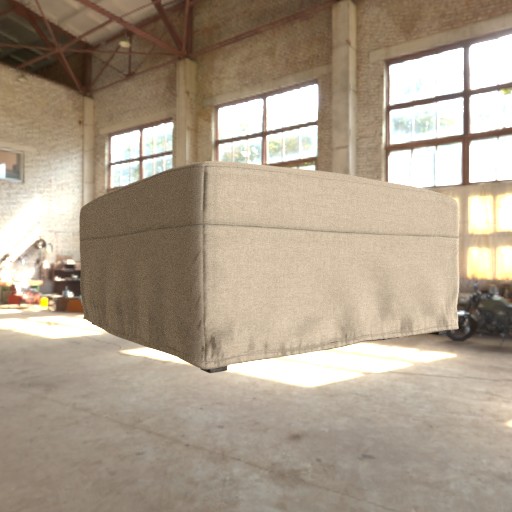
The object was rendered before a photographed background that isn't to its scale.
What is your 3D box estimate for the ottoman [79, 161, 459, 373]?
[{"bbox_3d":[0.000,0.000,1.331,0.840,0.436,0.843,0,-1,-36],"label":"ottoman"}]
